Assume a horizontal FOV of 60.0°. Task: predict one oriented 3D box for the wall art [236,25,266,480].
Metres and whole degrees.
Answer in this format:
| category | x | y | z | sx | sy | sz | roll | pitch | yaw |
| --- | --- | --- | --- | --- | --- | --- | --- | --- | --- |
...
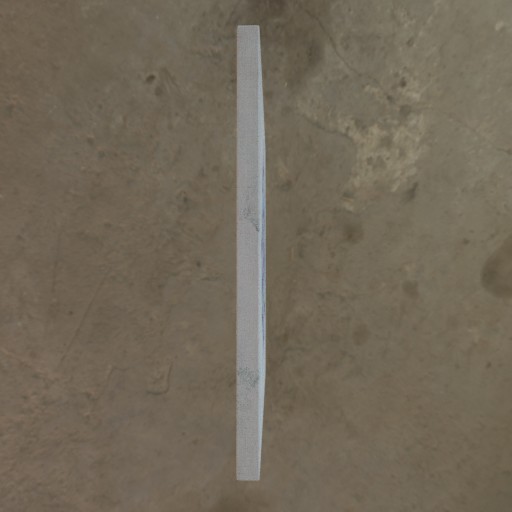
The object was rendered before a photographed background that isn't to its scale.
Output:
| category | x | y | z | sx | sy | sz | roll | pitch | yaw |
| --- | --- | --- | --- | --- | --- | --- | --- | --- | --- |
| wall art | 0.000 | 0.000 | 1.121 | 0.038 | 0.762 | 0.762 | 0 | 88 | 2 |
